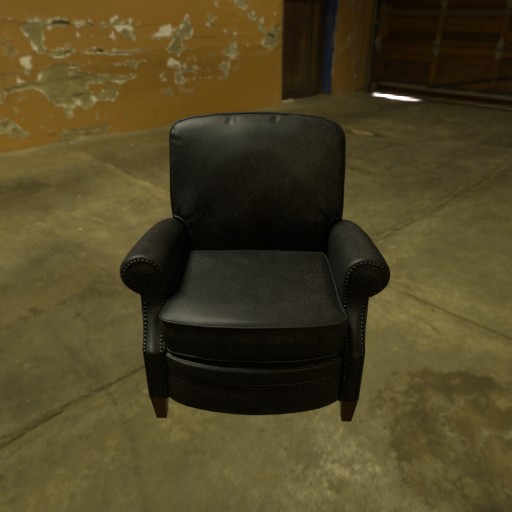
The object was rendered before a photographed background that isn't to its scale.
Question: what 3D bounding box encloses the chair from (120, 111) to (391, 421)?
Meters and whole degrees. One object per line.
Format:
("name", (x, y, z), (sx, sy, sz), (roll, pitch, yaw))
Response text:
("chair", (0.000, 0.000, 1.790), (0.936, 1.018, 0.986), (1, 27, 1))
